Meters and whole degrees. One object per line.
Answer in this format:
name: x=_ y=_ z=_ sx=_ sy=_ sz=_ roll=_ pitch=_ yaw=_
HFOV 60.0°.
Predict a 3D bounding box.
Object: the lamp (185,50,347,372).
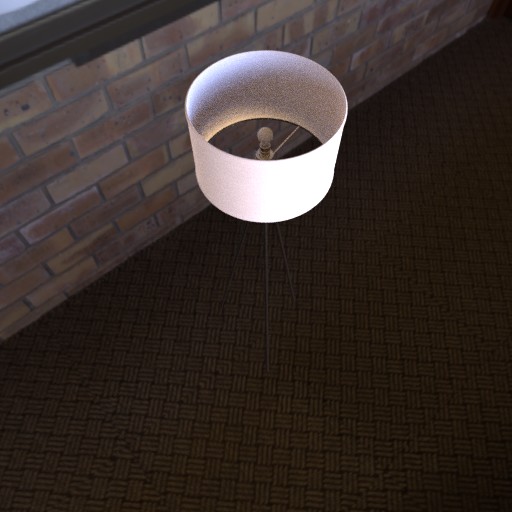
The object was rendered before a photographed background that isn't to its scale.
lamp: x=0.000 y=0.000 z=1.781 sx=0.458 sy=1.545 sz=0.448 roll=15 pitch=61 yaw=9
